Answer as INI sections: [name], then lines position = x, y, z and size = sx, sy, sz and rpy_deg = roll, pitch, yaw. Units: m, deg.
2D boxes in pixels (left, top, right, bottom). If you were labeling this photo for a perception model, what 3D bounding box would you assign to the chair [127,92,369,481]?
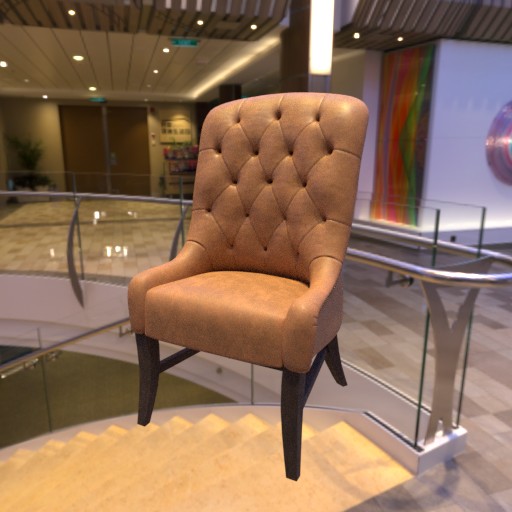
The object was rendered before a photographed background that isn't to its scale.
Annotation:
[chair]
position = 0.000, 0.000, 1.495
size = 0.634, 1.091, 0.629
rpy_deg = 7, 16, 26
